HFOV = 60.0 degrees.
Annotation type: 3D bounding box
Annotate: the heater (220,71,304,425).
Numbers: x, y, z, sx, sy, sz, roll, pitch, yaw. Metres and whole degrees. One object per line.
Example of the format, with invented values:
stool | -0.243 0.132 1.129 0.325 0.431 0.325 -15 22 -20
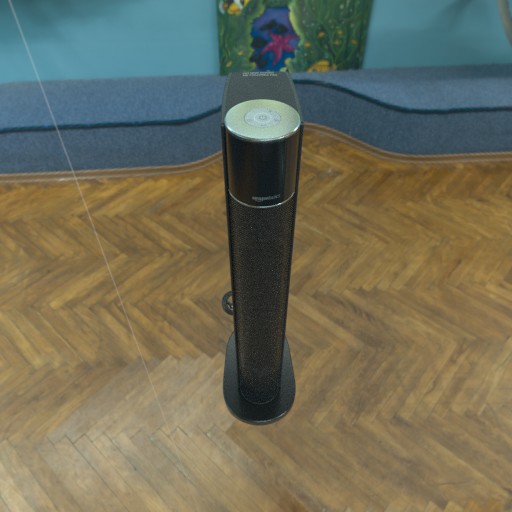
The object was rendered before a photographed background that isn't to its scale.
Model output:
heater | 0.000 0.000 1.030 0.214 0.856 0.458 -1 47 -1
